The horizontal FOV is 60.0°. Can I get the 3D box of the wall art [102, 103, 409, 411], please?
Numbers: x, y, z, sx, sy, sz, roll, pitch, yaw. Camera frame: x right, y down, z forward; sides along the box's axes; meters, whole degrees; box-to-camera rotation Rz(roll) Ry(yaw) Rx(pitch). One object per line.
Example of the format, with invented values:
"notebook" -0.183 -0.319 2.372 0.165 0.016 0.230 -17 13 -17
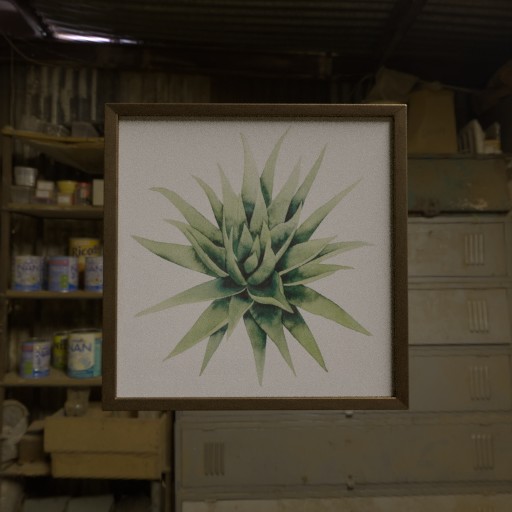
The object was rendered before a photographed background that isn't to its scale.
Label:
"wall art" 0.000 0.000 0.746 0.503 0.506 0.030 0 -1 -1
